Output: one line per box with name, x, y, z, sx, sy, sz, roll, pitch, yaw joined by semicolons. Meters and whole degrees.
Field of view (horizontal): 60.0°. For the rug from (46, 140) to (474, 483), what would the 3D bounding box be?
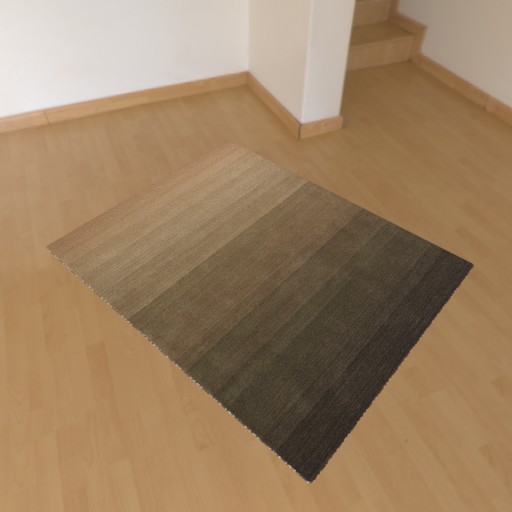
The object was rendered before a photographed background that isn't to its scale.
rug;0.000;0.000;3.810;2.902;0.017;2.306;33;55;27
